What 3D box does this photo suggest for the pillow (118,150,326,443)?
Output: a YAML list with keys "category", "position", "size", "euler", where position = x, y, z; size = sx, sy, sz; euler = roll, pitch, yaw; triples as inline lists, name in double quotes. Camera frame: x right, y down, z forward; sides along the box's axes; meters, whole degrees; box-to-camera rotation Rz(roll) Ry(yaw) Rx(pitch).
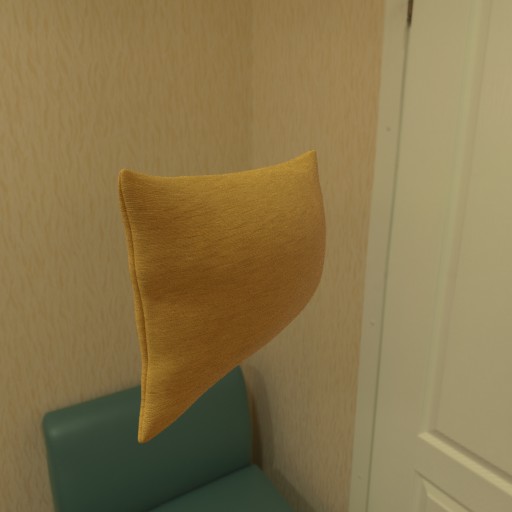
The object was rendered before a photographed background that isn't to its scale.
- category: "pillow"
  position: [0.000, 0.000, 0.796]
  size: [0.210, 0.354, 0.634]
  euler: [8, 18, 25]
